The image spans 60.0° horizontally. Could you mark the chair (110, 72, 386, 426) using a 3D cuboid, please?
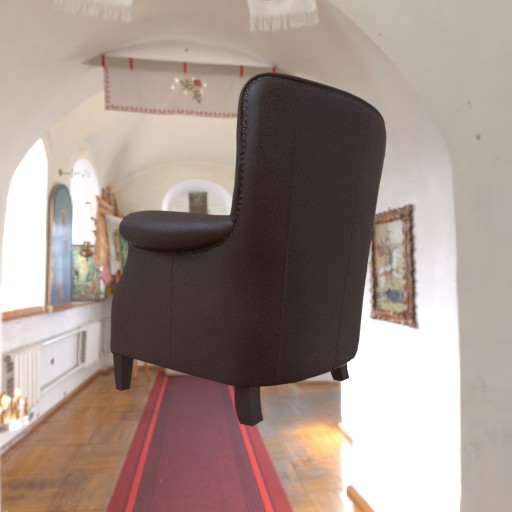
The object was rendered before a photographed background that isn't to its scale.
[{"bbox_3d":[0.000,0.000,1.353,0.746,0.800,0.700,-1,-1,37],"label":"chair"}]
